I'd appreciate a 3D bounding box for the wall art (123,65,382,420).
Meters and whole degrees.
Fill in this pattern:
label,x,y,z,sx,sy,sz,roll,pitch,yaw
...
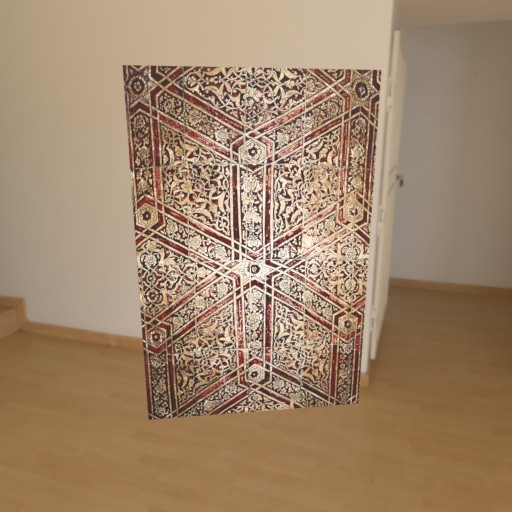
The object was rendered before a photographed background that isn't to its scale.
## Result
label,x,y,z,sx,sy,sz,roll,pitch,yaw
wall art,0.000,0.000,0.762,0.397,0.599,0.020,-2,15,-7
